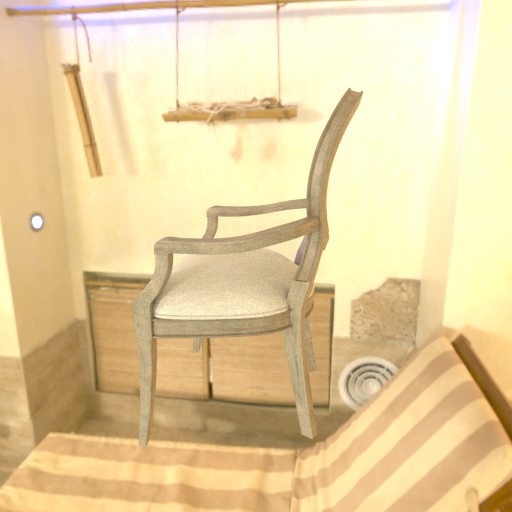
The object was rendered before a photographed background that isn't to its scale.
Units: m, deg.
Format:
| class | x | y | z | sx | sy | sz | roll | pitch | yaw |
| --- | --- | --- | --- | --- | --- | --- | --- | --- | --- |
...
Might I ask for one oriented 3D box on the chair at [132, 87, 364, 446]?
| class | x | y | z | sx | sy | sz | roll | pitch | yaw |
| --- | --- | --- | --- | --- | --- | --- | --- | --- | --- |
| chair | 0.000 | 0.000 | 1.401 | 0.602 | 0.991 | 0.611 | 2 | 15 | 7 |
